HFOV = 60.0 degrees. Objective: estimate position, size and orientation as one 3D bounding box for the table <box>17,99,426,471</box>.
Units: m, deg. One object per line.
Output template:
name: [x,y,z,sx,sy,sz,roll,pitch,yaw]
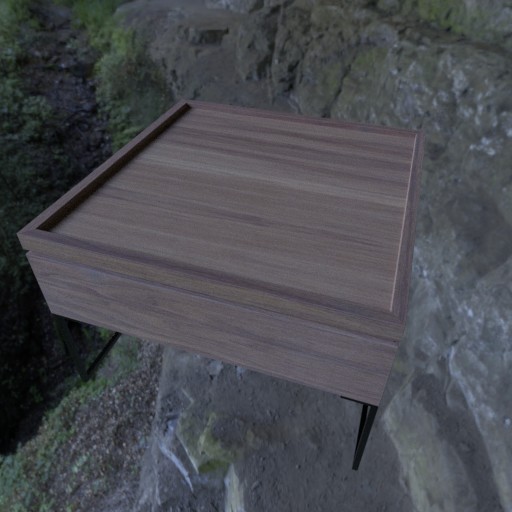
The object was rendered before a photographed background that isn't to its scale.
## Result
table: [0.000,0.000,1.104,0.679,0.464,0.676,12,42,14]
